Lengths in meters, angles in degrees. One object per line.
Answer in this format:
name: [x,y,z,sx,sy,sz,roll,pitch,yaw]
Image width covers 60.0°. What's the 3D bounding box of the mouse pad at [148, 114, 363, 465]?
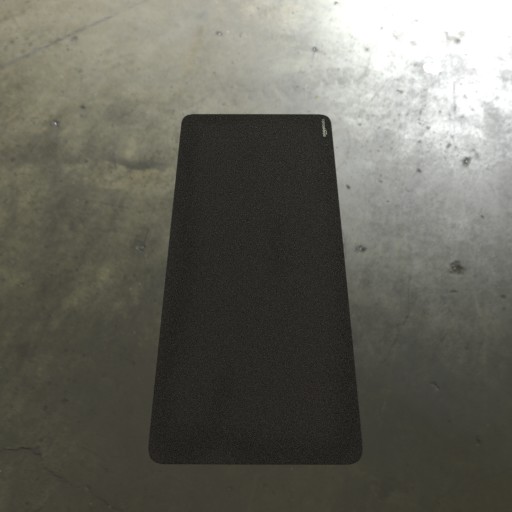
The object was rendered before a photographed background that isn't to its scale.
mouse pad: [0.000,0.000,1.064,0.424,0.003,0.907,0,63,0]
